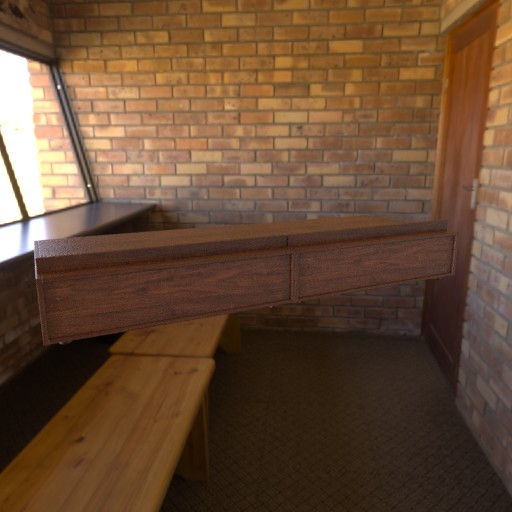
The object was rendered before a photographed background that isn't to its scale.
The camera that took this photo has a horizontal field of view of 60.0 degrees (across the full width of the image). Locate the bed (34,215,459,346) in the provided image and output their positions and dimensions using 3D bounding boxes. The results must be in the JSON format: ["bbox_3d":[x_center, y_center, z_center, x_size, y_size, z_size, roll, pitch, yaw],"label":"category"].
[{"bbox_3d":[0.000,0.000,2.315,2.057,0.326,0.787,-6,15,-26],"label":"bed"}]
